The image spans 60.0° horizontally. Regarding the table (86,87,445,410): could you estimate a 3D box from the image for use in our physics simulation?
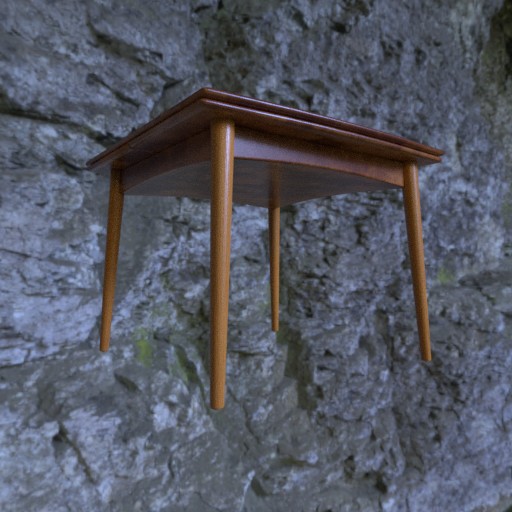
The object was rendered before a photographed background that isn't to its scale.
[{"bbox_3d":[0.000,0.000,1.666,0.991,0.754,0.991,1,-1,-36],"label":"table"}]
